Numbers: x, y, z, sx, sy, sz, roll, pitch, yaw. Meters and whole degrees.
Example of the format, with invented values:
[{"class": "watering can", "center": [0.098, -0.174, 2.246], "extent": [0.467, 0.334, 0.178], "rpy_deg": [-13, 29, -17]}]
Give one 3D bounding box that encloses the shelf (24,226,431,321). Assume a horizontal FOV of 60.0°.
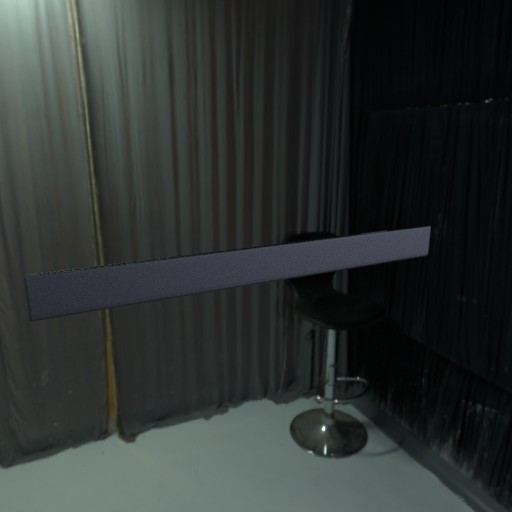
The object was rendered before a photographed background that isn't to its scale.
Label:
[{"class": "shelf", "center": [0.000, 0.000, 0.653], "extent": [0.605, 0.053, 0.102], "rpy_deg": [-8, 17, -26]}]
